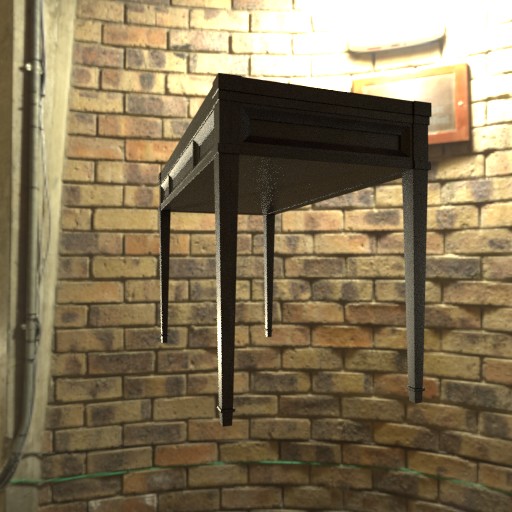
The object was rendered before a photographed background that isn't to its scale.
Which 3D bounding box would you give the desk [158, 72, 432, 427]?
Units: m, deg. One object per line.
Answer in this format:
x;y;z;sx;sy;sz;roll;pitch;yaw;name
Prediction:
0.000;0.000;1.774;0.630;0.861;1.289;0;-1;-19;desk
